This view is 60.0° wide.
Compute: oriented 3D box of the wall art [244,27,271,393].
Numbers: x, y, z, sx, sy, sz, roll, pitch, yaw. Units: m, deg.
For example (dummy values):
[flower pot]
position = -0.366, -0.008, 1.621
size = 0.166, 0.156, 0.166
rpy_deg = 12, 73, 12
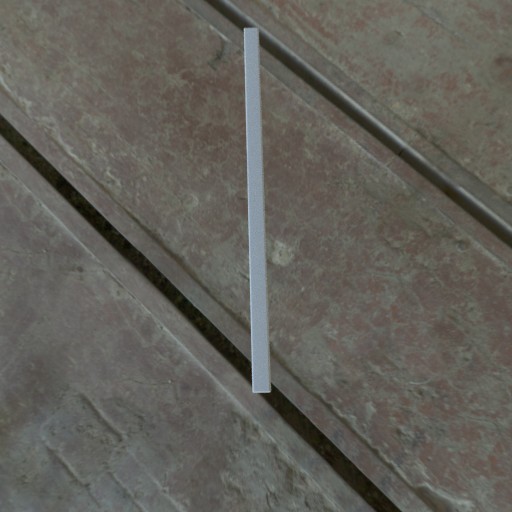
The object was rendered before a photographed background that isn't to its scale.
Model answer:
[wall art]
position = 0.000, 0.000, 1.627
size = 0.038, 1.212, 0.914
rpy_deg = -1, 75, 0
